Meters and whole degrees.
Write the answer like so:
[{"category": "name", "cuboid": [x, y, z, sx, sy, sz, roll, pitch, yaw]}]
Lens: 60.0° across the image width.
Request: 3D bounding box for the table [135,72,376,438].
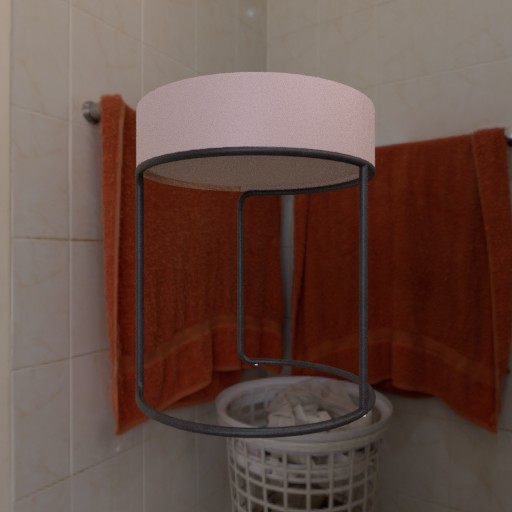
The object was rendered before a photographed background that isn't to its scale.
[{"category": "table", "cuboid": [0.000, 0.000, 0.860, 0.450, 0.530, 0.450, 0, 0, 0]}]
